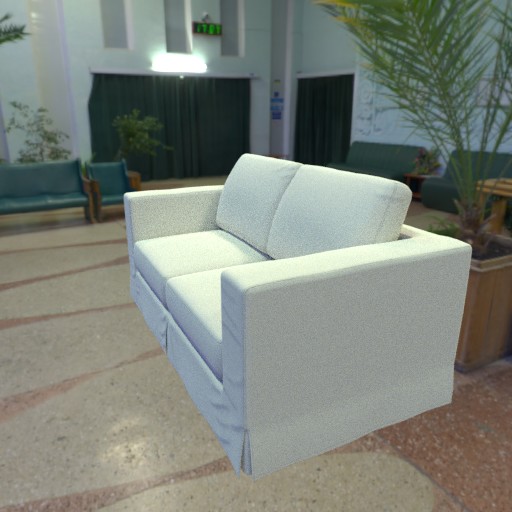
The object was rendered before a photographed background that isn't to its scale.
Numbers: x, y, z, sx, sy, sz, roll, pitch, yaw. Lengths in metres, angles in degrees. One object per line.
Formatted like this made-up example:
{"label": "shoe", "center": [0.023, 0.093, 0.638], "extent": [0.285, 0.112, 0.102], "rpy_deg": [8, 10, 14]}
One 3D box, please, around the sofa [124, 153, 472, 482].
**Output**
{"label": "sofa", "center": [0.000, 0.000, 2.314], "extent": [1.009, 0.932, 1.813], "rpy_deg": [-9, 20, -25]}
